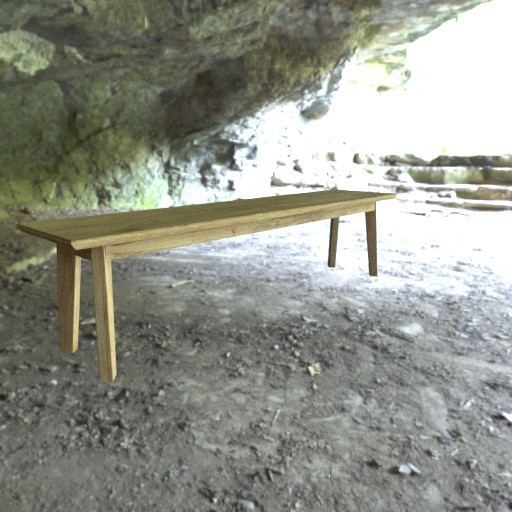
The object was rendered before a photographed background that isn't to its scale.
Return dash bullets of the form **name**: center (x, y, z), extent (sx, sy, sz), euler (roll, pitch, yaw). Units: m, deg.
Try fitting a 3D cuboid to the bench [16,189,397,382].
- **bench**: center (0.000, 0.000, 1.855), extent (0.378, 0.431, 1.698), euler (13, 18, 42)
